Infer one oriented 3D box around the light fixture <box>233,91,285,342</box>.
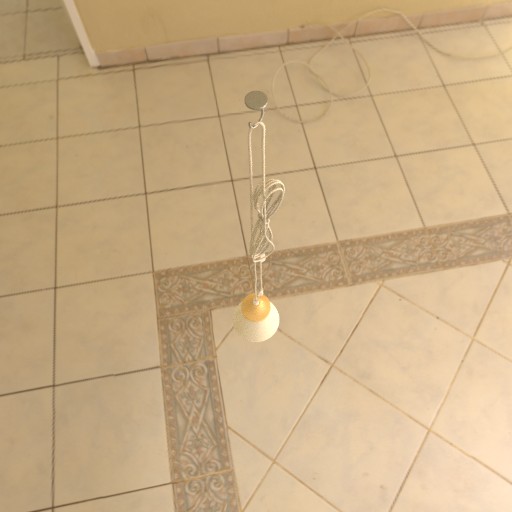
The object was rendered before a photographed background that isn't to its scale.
[{"bbox_3d":[0.000,0.000,1.029,0.153,0.966,0.153,-18,66,-9],"label":"light fixture"}]
